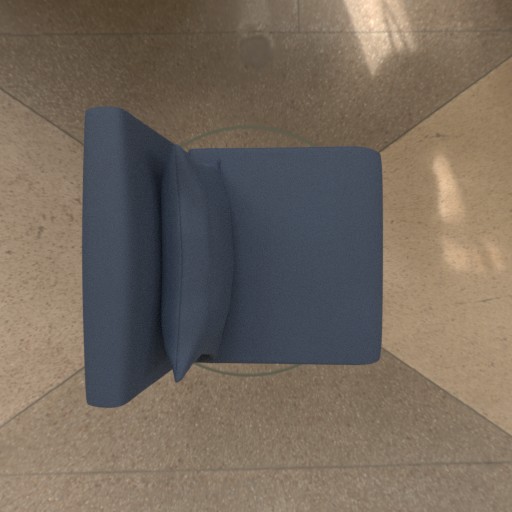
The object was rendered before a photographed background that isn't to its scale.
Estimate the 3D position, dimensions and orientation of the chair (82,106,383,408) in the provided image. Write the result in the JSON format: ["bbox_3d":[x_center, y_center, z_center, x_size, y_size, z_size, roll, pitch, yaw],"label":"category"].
[{"bbox_3d":[0.000,0.000,1.509,0.900,0.808,0.770,0,91,-1],"label":"chair"}]
